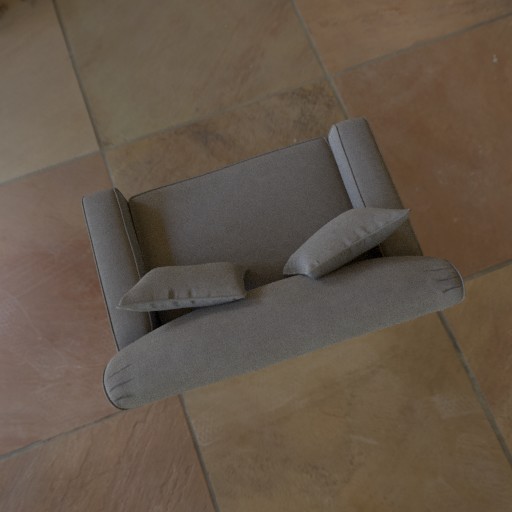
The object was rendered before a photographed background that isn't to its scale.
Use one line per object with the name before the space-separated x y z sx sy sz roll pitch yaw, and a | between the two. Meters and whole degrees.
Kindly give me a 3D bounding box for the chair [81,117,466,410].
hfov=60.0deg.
chair | 0.000 0.000 2.091 1.395 0.953 0.992 -17 77 -4
